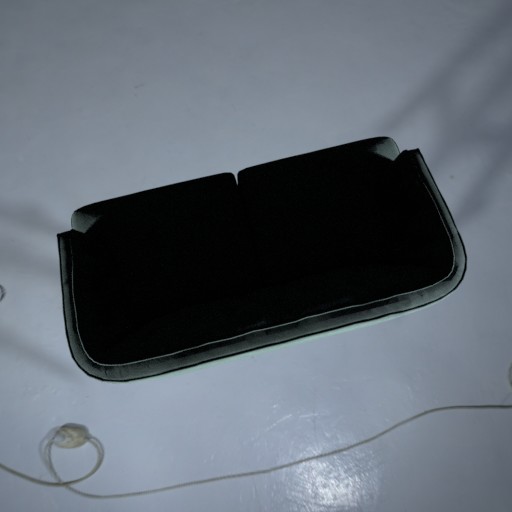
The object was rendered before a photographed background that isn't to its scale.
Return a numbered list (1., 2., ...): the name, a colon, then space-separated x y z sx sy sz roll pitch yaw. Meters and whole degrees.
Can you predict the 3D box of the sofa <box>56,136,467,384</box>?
1. sofa: 0.000 0.000 2.225 1.733 0.855 0.941 -14 77 -3
